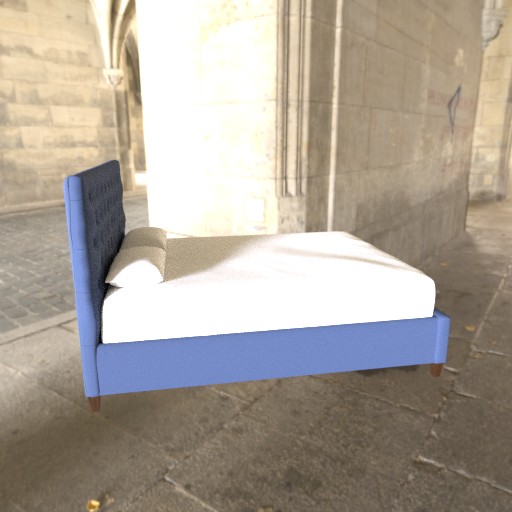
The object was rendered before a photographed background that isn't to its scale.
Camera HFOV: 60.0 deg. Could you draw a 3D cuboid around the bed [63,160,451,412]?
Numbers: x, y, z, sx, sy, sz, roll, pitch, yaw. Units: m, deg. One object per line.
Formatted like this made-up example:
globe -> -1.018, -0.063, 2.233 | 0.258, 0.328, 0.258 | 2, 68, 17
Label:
bed -> 0.000, 0.000, 3.498 | 2.387, 1.427, 1.706 | -3, 15, -10
